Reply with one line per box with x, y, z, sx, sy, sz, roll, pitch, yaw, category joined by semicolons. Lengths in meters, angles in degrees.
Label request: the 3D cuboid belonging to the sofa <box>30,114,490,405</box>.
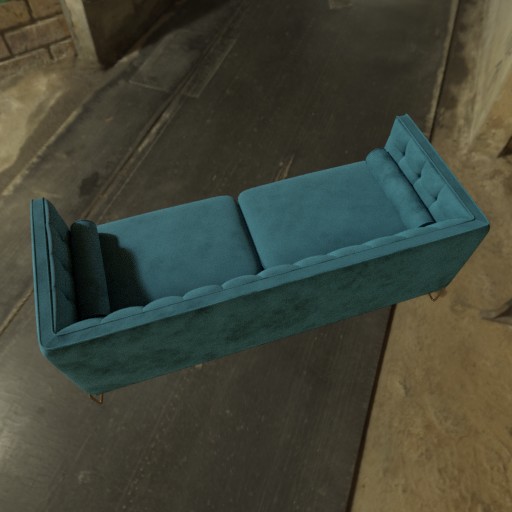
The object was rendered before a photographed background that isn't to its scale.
0.000;0.000;2.432;2.087;0.789;0.867;-15;58;-10;sofa
